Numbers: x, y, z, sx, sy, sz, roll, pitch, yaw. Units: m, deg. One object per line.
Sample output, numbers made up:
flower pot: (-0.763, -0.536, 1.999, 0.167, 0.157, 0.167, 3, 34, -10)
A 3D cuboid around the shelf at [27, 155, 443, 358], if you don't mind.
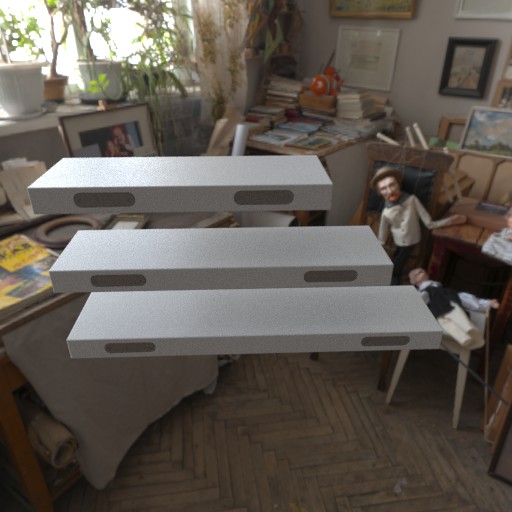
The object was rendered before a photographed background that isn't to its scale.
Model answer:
shelf: (0.000, 0.000, 0.725, 0.610, 0.293, 0.140, -1, 29, -2)
